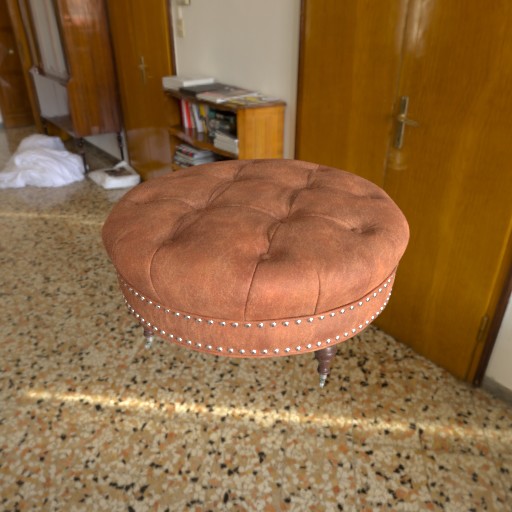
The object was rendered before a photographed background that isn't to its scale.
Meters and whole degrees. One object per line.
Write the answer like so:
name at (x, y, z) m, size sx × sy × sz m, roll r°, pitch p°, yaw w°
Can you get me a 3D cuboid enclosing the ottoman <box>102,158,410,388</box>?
ottoman at (0.000, 0.000, 1.410) m, size 0.901 × 0.444 × 0.901 m, roll 0°, pitch 29°, yaw 0°
